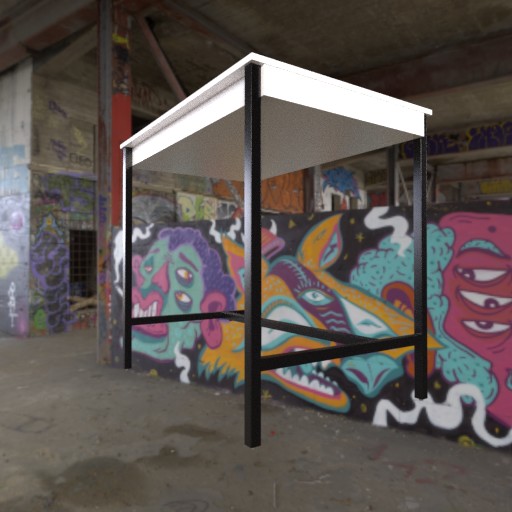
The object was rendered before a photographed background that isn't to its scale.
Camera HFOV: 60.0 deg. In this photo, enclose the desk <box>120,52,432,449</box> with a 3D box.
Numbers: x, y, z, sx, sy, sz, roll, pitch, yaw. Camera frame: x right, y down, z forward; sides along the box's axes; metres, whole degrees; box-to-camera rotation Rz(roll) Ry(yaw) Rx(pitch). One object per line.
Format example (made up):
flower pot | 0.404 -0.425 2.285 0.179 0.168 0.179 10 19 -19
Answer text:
desk | 0.000 0.000 1.340 0.573 0.766 0.811 1 -1 -34
